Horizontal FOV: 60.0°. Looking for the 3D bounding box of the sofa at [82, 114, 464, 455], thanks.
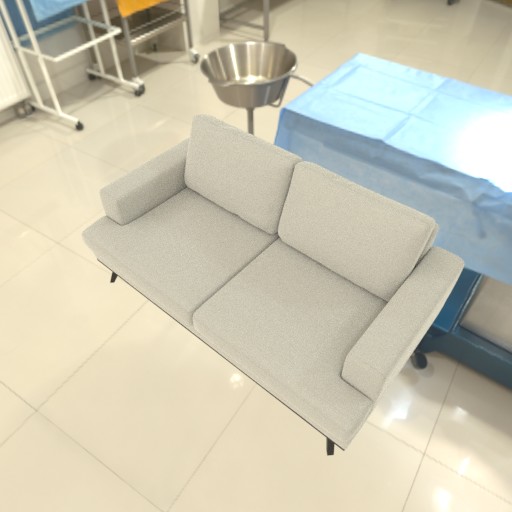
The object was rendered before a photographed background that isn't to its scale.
[{"bbox_3d":[0.000,0.000,2.176,1.650,0.810,0.920,31,55,26],"label":"sofa"}]
